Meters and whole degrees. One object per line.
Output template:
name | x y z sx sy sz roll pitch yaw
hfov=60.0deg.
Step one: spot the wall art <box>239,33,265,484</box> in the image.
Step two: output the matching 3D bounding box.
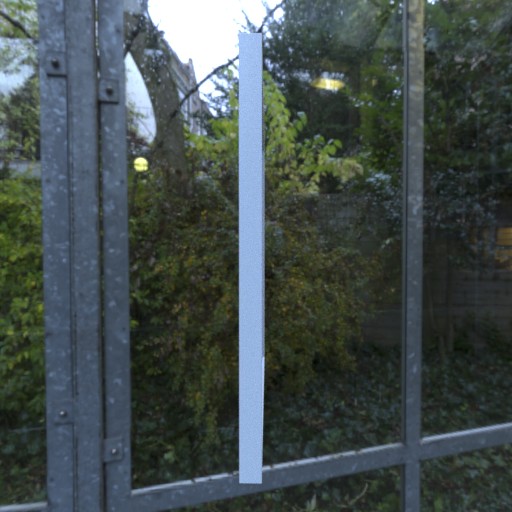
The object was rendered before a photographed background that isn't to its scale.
wall art | 0.000 0.000 0.673 0.023 0.453 0.455 0 1 1
